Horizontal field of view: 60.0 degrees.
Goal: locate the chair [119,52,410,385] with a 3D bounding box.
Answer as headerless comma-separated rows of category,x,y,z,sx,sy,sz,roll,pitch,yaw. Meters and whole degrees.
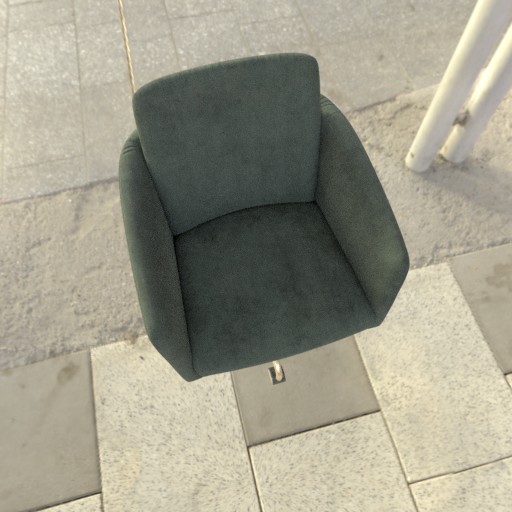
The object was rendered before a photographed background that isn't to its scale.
chair,0.000,0.000,1.304,0.641,0.908,0.635,-15,63,-7
